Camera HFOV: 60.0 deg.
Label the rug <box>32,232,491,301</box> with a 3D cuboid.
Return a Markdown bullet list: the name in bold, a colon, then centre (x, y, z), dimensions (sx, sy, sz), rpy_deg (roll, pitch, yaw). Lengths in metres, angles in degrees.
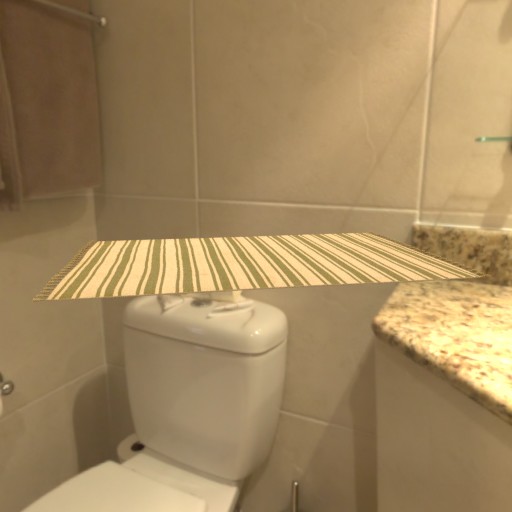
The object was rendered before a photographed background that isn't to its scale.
- **rug**: centre (0.000, 0.000, 3.012), dimensions (2.435, 0.018, 1.540), rpy_deg (-2, 13, -10)
